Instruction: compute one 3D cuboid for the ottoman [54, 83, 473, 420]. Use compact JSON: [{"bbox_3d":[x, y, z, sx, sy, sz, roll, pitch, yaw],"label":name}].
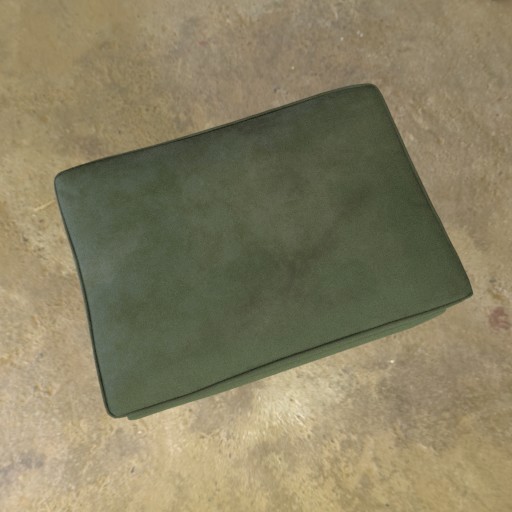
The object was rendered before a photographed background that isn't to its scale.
[{"bbox_3d":[0.000,0.000,1.222,0.864,0.495,0.632,-18,75,-5],"label":"ottoman"}]
